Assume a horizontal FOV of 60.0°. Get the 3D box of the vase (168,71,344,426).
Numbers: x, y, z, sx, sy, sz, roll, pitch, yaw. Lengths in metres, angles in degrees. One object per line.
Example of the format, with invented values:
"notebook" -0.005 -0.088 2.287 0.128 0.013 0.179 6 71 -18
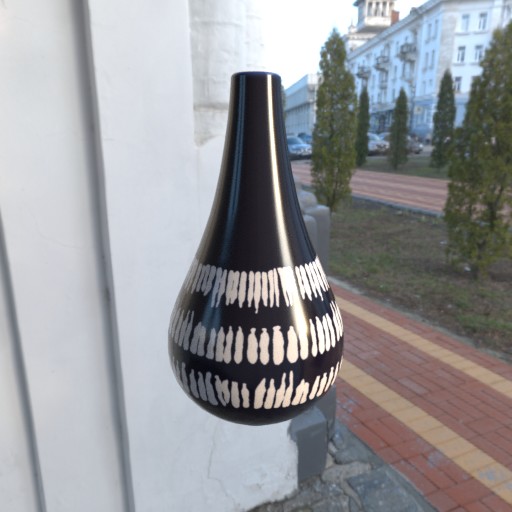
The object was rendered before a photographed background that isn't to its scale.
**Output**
"vase" 0.000 0.000 0.385 0.159 0.295 0.159 0 15 0
